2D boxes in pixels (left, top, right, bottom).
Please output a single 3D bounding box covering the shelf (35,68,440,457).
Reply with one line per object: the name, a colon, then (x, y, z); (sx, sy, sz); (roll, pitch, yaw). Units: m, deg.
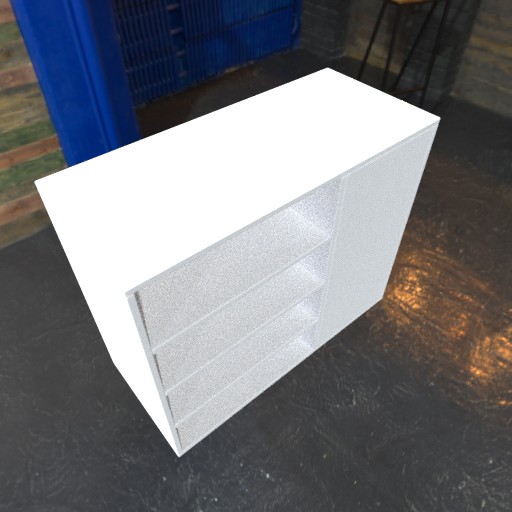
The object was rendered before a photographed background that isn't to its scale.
shelf: (0.000, 0.000, 1.295); (0.895, 0.732, 0.396); (-31, 53, -27)
